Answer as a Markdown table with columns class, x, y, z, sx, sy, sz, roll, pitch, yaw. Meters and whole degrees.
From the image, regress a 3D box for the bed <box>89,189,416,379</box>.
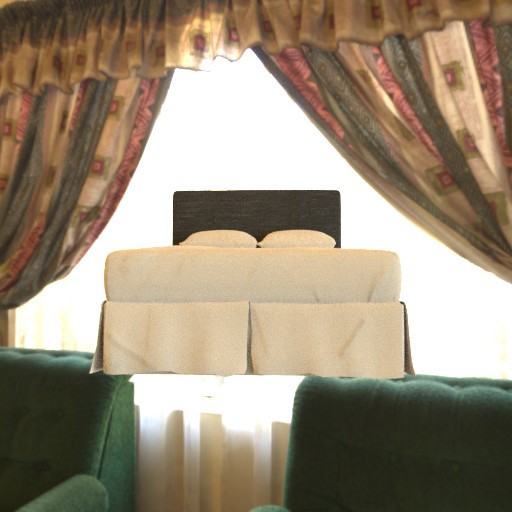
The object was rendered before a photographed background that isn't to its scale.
| class | x | y | z | sx | sy | sz | roll | pitch | yaw |
| --- | --- | --- | --- | --- | --- | --- | --- | --- | --- |
| bed | 0.000 | 0.000 | 3.348 | 1.723 | 1.330 | 2.142 | 0 | -1 | 2 |
